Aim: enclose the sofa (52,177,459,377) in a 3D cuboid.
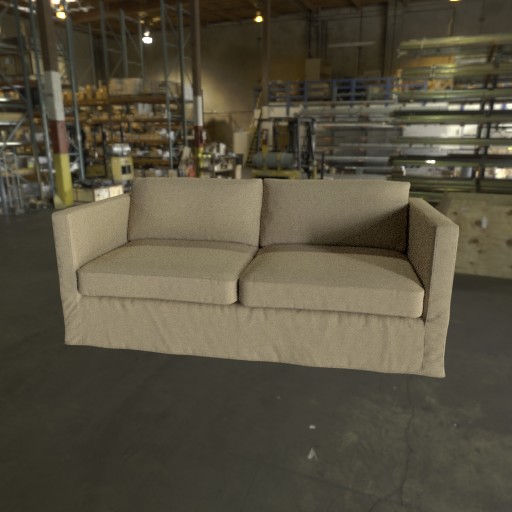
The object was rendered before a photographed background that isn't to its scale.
[{"bbox_3d":[0.000,0.000,2.537,1.959,0.835,0.962,3,15,10],"label":"sofa"}]
